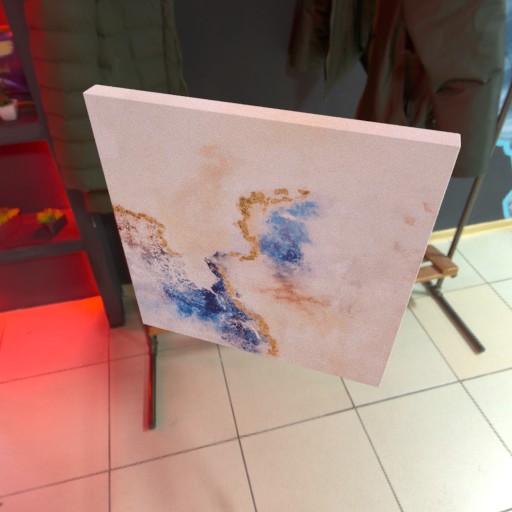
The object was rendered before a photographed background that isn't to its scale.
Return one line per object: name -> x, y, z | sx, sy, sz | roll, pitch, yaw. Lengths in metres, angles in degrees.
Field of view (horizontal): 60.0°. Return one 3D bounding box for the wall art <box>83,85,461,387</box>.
wall art -> 0.000, 0.000, 1.567 | 1.061, 1.061, 0.071 | 12, 43, 13
